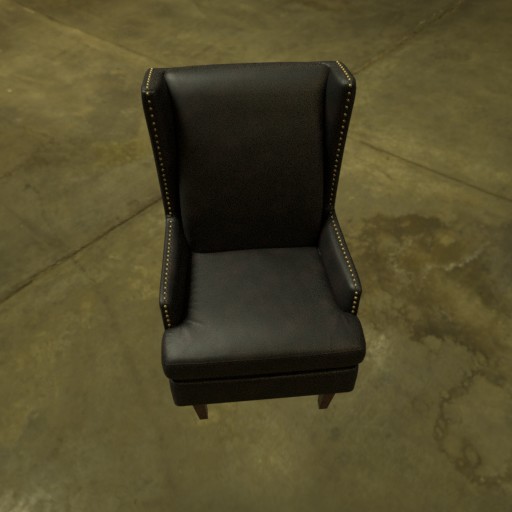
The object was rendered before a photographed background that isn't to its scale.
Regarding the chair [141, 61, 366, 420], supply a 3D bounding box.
[{"bbox_3d":[0.000,0.000,1.651,0.703,1.142,0.799,-4,46,-4],"label":"chair"}]
